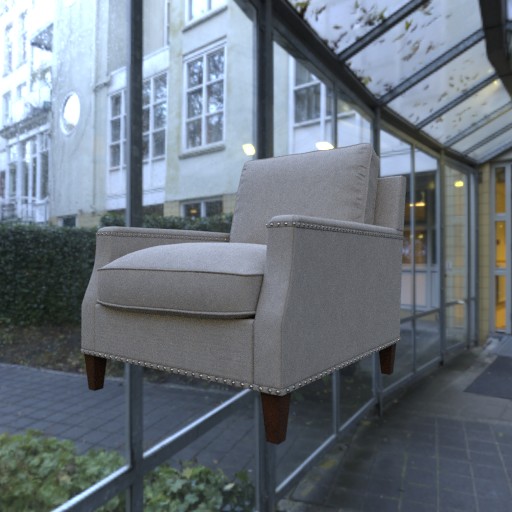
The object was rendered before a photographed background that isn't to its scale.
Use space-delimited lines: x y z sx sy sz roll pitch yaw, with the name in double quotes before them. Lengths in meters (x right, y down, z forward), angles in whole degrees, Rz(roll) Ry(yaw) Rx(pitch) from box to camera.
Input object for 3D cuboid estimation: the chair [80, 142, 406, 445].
"chair" 0.000 0.000 1.705 0.853 0.943 1.014 0 0 36
